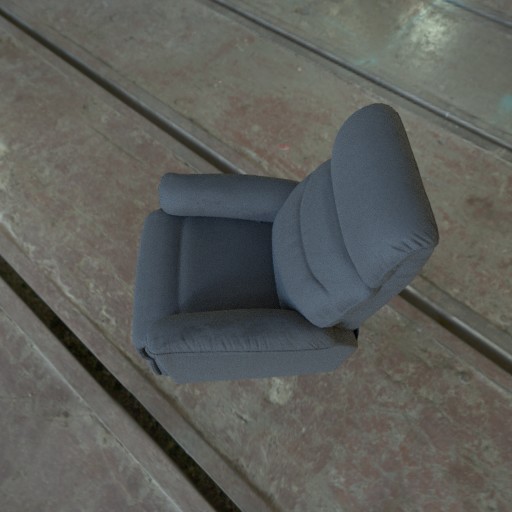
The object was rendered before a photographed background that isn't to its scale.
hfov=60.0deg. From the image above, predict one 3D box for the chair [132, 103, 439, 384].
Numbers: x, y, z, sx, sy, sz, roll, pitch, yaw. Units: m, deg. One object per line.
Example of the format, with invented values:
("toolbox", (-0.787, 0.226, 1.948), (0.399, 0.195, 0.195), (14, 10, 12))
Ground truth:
("chair", (0.000, 0.000, 1.757), (1.004, 1.037, 0.820), (-3, 58, -2))
